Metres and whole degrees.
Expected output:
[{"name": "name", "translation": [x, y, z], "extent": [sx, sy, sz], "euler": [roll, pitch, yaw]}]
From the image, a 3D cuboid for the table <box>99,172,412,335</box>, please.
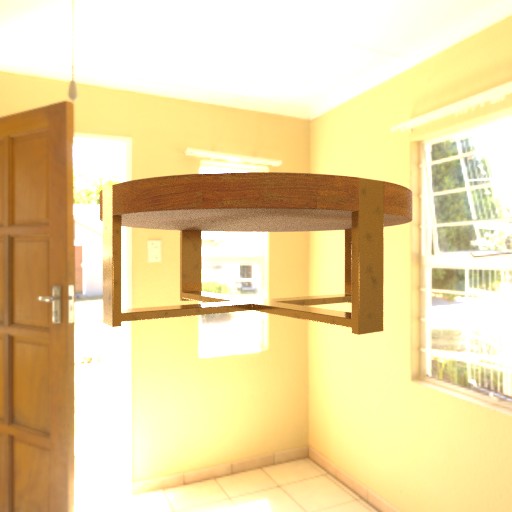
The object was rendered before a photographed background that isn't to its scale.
[{"name": "table", "translation": [0.000, 0.000, 1.659], "extent": [1.100, 0.420, 1.100], "euler": [0, 0, 0]}]
